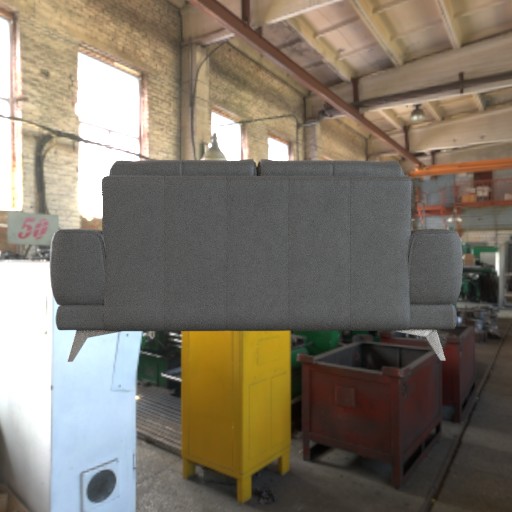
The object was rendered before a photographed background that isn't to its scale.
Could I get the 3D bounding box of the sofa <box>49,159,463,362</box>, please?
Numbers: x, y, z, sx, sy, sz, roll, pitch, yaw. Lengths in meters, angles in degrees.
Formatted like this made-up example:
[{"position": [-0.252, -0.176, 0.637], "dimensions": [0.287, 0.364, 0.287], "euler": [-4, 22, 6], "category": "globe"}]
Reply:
[{"position": [0.000, 0.000, 2.382], "dimensions": [1.806, 0.907, 1.018], "euler": [0, 0, -1], "category": "sofa"}]
